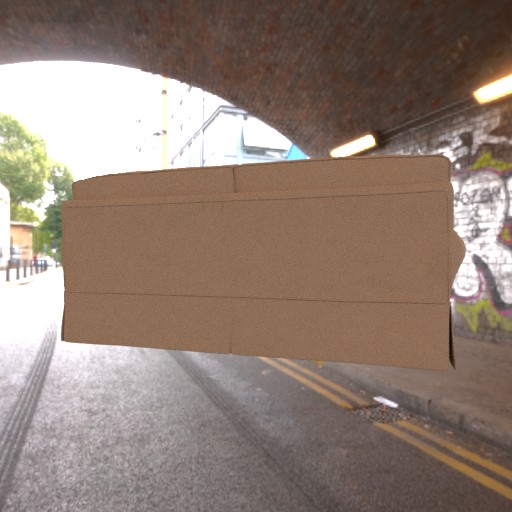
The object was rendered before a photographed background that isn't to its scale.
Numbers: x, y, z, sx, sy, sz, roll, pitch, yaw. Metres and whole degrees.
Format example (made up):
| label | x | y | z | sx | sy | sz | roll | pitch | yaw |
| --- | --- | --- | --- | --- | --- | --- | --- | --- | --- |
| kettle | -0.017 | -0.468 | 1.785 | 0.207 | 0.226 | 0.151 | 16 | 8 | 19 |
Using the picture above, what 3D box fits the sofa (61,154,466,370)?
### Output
| label | x | y | z | sx | sy | sz | roll | pitch | yaw |
| --- | --- | --- | --- | --- | --- | --- | --- | --- | --- |
| sofa | 0.000 | 0.000 | 2.669 | 2.246 | 1.014 | 0.900 | 0 | 0 | 18 |
